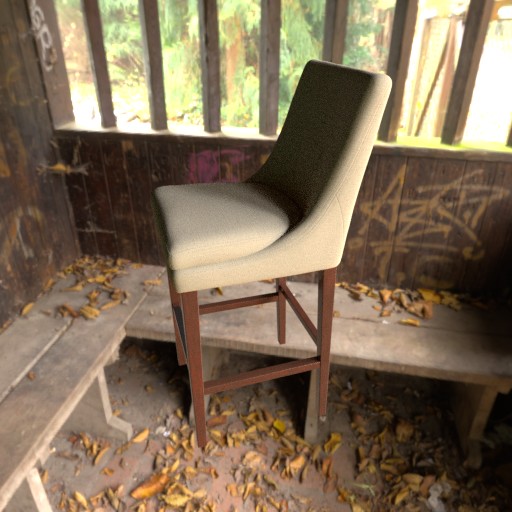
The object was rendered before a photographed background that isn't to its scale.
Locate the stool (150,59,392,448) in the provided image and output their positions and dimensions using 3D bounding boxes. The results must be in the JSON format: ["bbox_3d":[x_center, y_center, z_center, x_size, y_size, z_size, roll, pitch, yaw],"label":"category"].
[{"bbox_3d":[0.000,0.000,1.376,0.577,1.078,0.470,-9,30,-15],"label":"stool"}]
